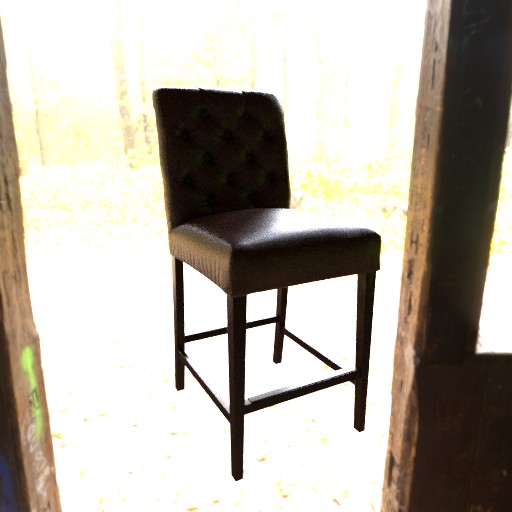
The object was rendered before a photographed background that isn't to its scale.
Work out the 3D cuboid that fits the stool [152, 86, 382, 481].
[{"bbox_3d":[0.000,0.000,1.453,0.486,1.084,0.660,-8,17,-27],"label":"stool"}]
